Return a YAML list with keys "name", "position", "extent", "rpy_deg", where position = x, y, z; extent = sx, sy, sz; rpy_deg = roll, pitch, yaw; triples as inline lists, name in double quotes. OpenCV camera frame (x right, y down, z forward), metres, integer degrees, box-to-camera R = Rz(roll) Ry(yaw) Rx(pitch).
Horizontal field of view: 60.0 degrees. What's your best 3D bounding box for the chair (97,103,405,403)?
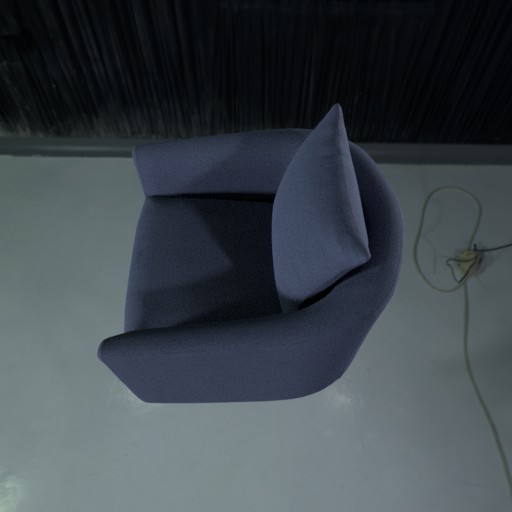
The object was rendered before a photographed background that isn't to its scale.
- name: "chair"
  position: [0.000, 0.000, 1.571]
  extent: [0.910, 0.848, 0.845]
  rpy_deg: [-1, 58, -1]
